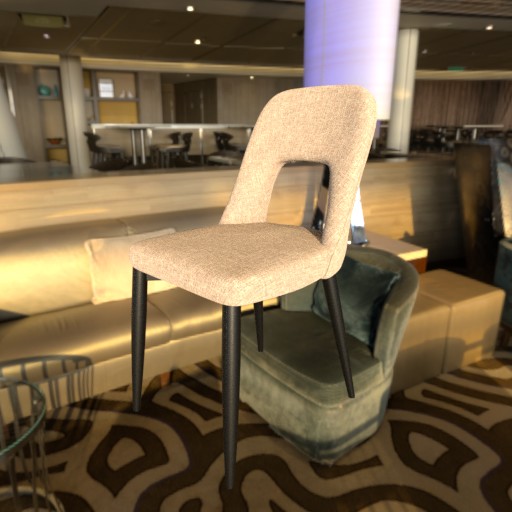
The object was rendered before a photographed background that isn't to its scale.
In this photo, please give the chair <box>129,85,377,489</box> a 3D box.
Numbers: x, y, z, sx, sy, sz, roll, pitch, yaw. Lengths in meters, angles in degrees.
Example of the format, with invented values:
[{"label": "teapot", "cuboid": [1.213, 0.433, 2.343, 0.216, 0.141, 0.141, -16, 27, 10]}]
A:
[{"label": "chair", "cuboid": [0.000, 0.000, 1.250, 0.470, 0.931, 0.612, 16, 22, 43]}]
